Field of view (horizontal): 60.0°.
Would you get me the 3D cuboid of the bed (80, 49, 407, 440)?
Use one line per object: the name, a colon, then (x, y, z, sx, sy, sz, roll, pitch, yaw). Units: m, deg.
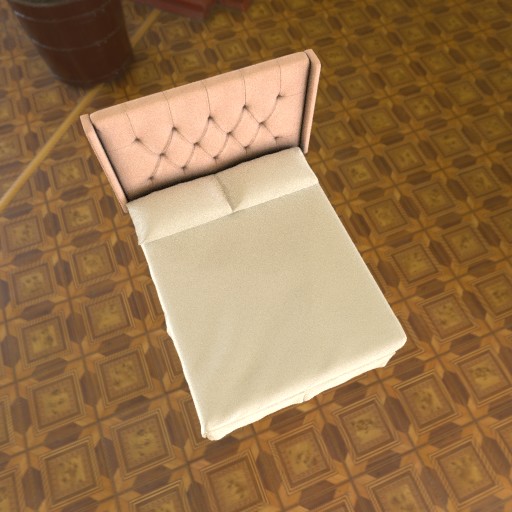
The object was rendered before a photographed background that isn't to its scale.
bed: (0.000, 0.000, 3.370, 1.719, 1.665, 2.066, -20, 65, -10)
